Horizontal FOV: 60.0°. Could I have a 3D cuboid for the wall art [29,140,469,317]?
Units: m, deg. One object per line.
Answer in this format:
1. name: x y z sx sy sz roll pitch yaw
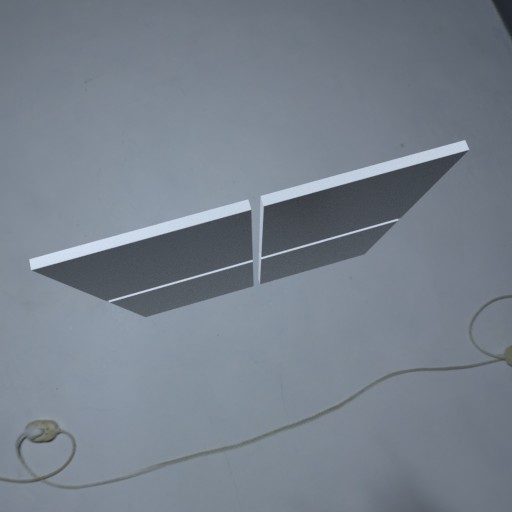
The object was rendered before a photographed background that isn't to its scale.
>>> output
1. wall art: 0.000 0.000 1.634 1.118 1.118 0.029 -16 77 -4
